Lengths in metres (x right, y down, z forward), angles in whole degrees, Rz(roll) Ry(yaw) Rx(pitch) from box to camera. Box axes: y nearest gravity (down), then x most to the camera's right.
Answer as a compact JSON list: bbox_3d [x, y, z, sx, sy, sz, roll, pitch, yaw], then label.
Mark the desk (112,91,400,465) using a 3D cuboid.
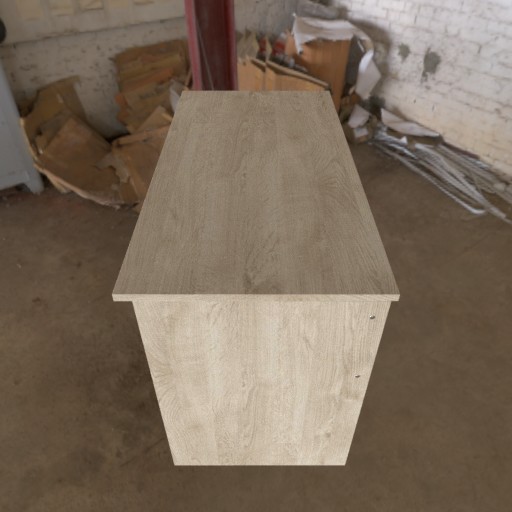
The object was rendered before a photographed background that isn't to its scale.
[{"bbox_3d":[0.000,0.000,1.513,0.560,0.730,1.096,0,40,0],"label":"desk"}]
